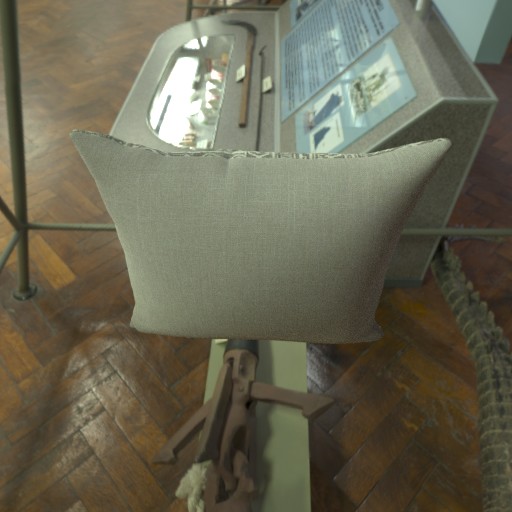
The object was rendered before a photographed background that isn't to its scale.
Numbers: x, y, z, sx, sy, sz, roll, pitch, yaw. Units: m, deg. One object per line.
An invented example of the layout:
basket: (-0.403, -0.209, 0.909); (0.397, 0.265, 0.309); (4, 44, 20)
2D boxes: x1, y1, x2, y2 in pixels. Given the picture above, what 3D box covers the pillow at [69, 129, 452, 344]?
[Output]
pillow: (0.000, 0.000, 0.789); (0.546, 0.487, 0.180); (2, 46, 2)
